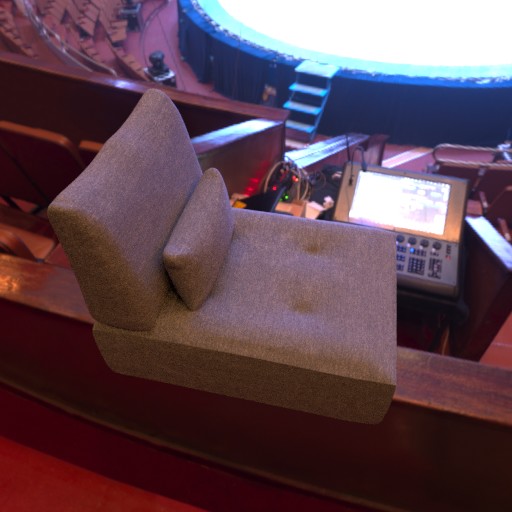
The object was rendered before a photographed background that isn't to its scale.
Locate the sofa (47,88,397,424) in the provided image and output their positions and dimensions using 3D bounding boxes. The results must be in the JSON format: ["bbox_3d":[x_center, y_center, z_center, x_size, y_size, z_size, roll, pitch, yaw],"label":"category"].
[{"bbox_3d":[0.000,0.000,1.536,1.000,0.820,0.700,9,47,9],"label":"sofa"}]
